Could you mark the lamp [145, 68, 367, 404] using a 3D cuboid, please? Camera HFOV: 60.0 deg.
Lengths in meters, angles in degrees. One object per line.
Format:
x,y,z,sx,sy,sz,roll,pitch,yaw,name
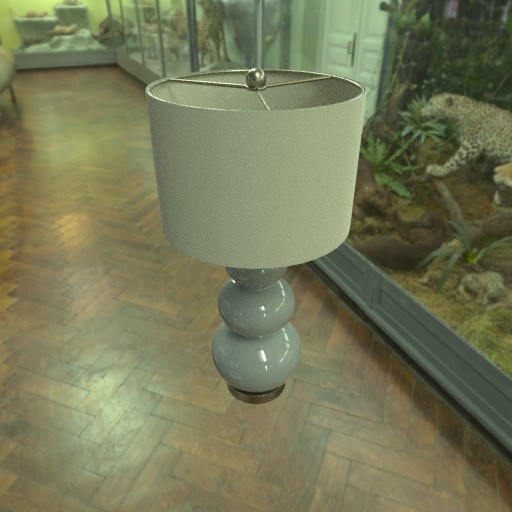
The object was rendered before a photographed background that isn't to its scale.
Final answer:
0.000,0.000,0.925,0.367,0.730,0.367,20,36,30,lamp
